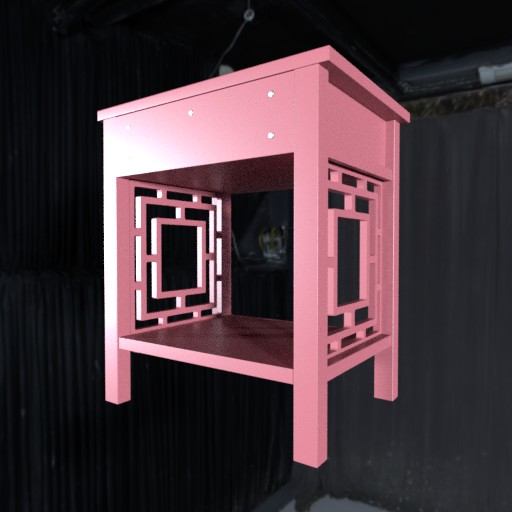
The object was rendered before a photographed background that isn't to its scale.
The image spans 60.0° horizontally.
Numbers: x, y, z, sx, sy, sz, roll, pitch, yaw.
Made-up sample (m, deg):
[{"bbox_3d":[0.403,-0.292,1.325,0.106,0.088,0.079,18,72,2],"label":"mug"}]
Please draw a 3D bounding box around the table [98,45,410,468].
[{"bbox_3d":[0.000,0.000,1.066,0.599,0.686,0.451,1,2,35],"label":"table"}]
